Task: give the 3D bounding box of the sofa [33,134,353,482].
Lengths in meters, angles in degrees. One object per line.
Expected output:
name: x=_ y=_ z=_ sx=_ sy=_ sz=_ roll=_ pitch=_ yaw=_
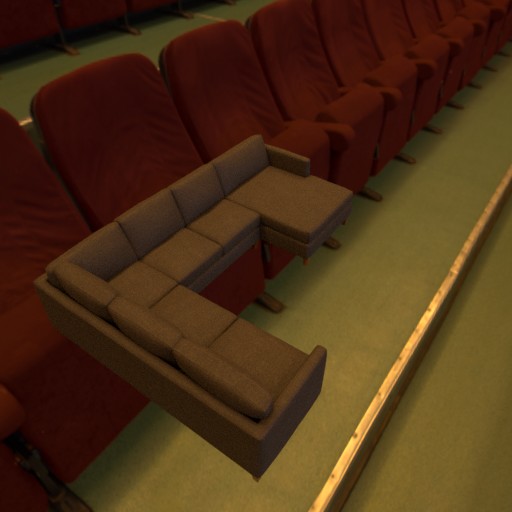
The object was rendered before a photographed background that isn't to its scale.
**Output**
sofa: x=0.000 y=0.000 z=4.664 sx=2.594 sy=0.961 sz=3.460 roll=25 pitch=47 yaw=26
